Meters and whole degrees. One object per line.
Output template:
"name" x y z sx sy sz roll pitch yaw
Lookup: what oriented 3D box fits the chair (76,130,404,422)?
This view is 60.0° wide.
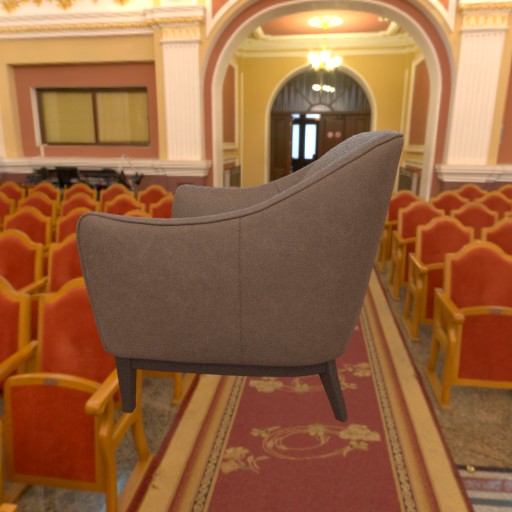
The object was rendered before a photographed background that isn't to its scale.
"chair" 0.000 0.000 1.536 0.852 0.830 0.871 2 14 8
